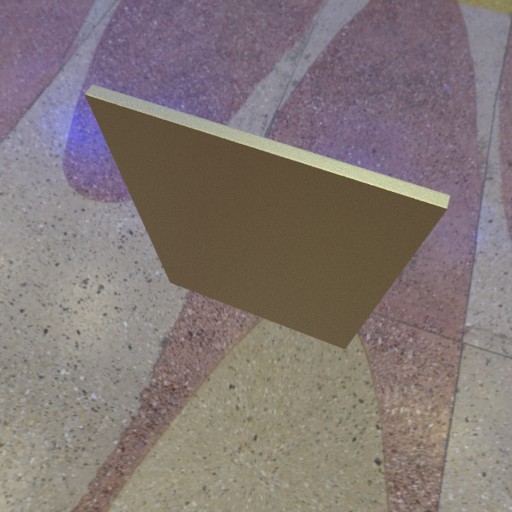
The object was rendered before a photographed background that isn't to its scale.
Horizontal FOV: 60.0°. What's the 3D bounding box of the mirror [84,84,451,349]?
[{"bbox_3d":[0.000,0.000,1.325,0.756,1.023,0.032,20,66,9],"label":"mirror"}]
